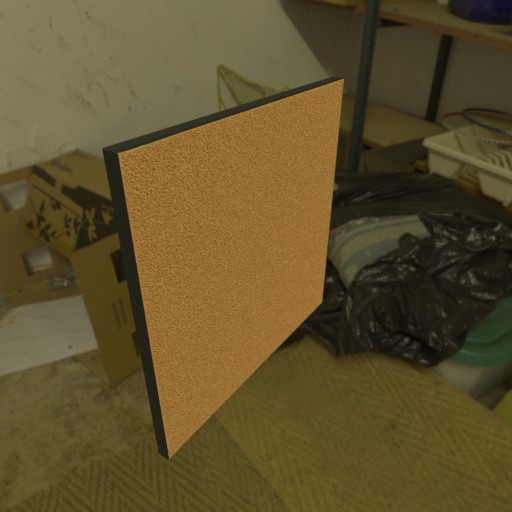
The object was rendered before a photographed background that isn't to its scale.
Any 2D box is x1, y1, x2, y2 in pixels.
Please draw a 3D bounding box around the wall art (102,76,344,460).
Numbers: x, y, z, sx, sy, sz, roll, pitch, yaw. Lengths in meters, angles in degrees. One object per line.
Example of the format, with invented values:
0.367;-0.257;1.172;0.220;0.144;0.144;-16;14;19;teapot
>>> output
0.000;0.000;0.678;0.022;0.453;0.456;21;37;30;wall art
